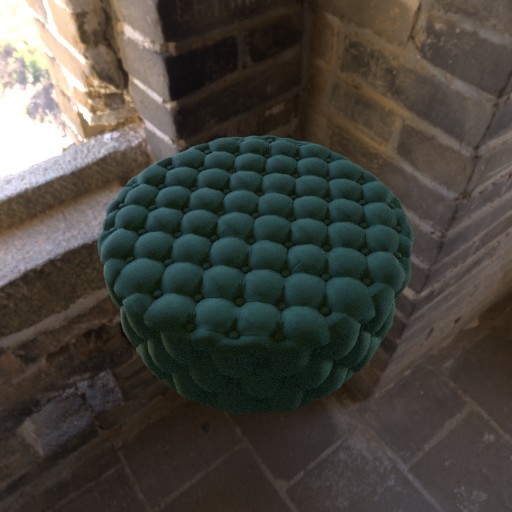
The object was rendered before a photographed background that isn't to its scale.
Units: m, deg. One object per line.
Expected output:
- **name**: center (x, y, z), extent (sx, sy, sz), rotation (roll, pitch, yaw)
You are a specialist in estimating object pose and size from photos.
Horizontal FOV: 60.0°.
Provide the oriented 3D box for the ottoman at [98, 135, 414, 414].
- **ottoman**: center (0.000, 0.000, 1.529), extent (0.998, 0.399, 0.998), rotation (0, 46, 0)
